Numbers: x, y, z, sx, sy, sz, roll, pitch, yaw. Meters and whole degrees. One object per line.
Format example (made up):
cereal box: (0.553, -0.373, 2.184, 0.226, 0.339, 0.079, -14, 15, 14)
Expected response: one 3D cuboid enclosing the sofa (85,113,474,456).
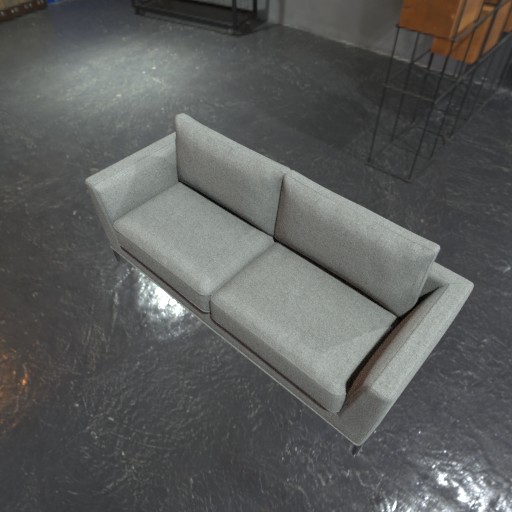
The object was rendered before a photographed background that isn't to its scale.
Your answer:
sofa: (0.000, 0.000, 2.691, 2.212, 1.002, 0.869, 33, 55, 27)
